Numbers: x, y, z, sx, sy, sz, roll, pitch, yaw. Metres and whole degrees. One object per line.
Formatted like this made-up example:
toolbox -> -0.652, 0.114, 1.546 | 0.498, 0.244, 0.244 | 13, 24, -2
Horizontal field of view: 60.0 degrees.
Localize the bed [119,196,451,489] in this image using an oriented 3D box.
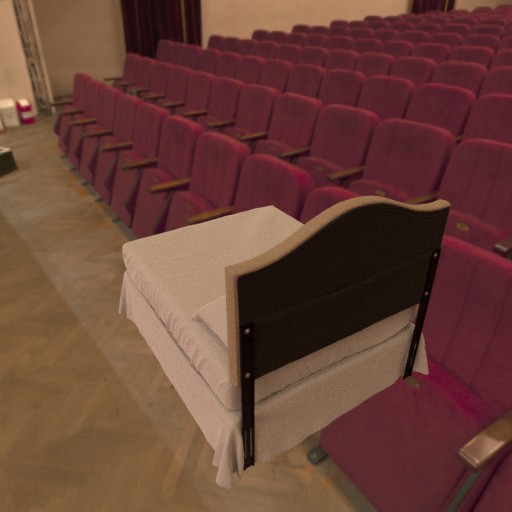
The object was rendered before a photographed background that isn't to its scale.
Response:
bed -> 0.000, 0.000, 3.477 | 1.876, 1.645, 2.221 | -17, 34, -27
